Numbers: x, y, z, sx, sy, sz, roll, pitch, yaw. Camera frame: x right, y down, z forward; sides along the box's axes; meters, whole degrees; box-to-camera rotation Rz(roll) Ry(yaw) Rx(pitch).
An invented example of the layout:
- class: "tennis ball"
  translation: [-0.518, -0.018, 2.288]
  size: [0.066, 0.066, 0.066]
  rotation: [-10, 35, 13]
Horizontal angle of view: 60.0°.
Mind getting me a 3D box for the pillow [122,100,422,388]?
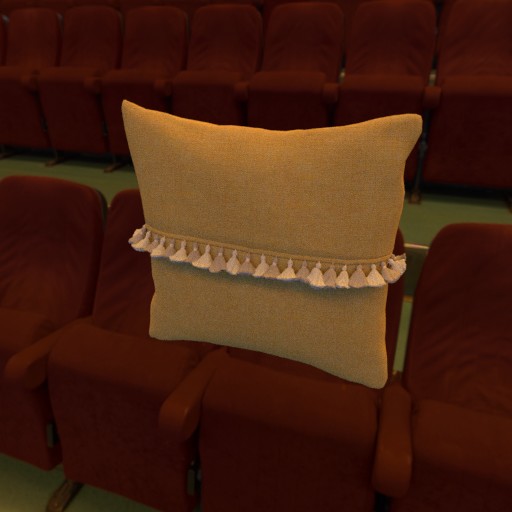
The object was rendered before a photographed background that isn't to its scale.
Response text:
- class: "pillow"
  translation: [0.000, 0.000, 0.752]
  size: [0.485, 0.481, 0.167]
  rotation: [8, 28, 16]
